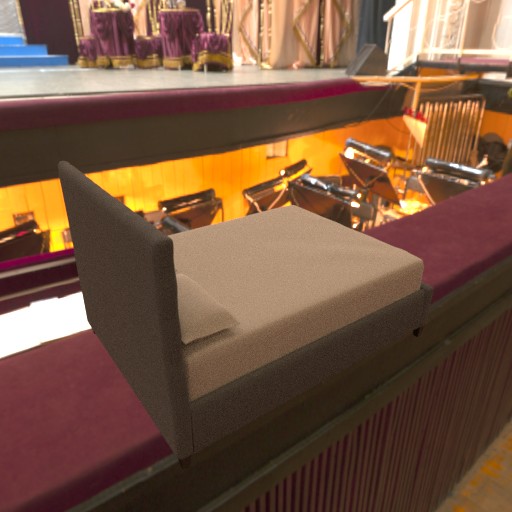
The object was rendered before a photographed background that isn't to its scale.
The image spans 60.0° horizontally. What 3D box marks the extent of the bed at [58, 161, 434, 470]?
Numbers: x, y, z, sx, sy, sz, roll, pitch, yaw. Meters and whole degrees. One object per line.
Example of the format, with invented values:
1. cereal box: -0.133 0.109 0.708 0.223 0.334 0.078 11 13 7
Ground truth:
1. bed: 0.000 0.000 3.351 2.231 1.427 1.698 -18 31 -32
